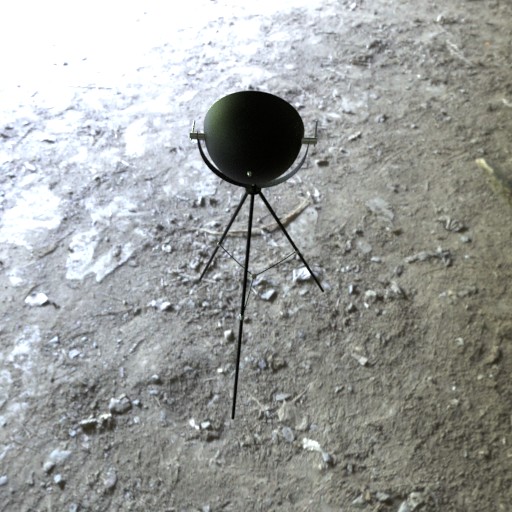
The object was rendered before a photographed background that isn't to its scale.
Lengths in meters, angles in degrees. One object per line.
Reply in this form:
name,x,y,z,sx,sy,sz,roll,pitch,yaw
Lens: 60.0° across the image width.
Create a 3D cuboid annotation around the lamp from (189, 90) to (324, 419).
lamp,0.000,0.000,2.032,0.817,1.512,0.920,3,47,3
